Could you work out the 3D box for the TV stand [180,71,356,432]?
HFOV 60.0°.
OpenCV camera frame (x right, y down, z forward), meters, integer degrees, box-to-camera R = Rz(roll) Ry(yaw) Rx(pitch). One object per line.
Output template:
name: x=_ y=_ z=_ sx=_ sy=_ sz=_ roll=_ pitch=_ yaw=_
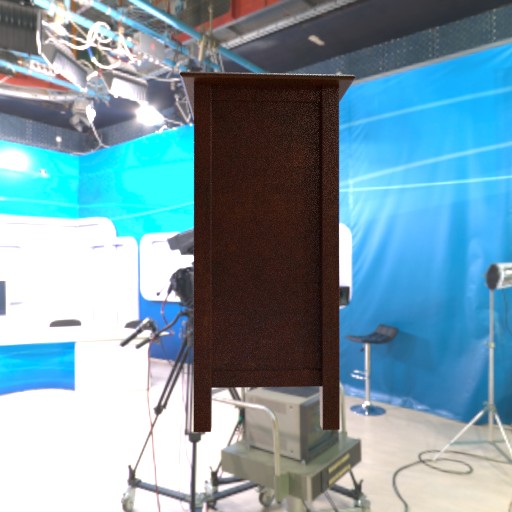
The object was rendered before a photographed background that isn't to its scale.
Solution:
TV stand: x=0.000 y=0.000 z=1.796 sx=0.445 sy=0.915 sz=1.372 roll=0 pitch=0 yaw=-3
